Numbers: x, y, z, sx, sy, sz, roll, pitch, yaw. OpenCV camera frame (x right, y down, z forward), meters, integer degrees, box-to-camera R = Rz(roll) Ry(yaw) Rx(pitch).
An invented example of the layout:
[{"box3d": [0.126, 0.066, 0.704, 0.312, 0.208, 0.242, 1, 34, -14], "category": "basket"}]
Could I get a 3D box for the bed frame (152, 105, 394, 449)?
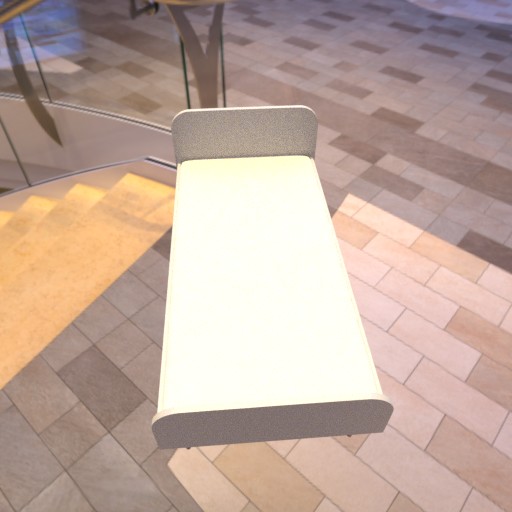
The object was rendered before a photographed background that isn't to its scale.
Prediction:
[{"box3d": [0.000, 0.000, 2.528, 0.998, 0.805, 1.963, -3, 46, -3], "category": "bed frame"}]
